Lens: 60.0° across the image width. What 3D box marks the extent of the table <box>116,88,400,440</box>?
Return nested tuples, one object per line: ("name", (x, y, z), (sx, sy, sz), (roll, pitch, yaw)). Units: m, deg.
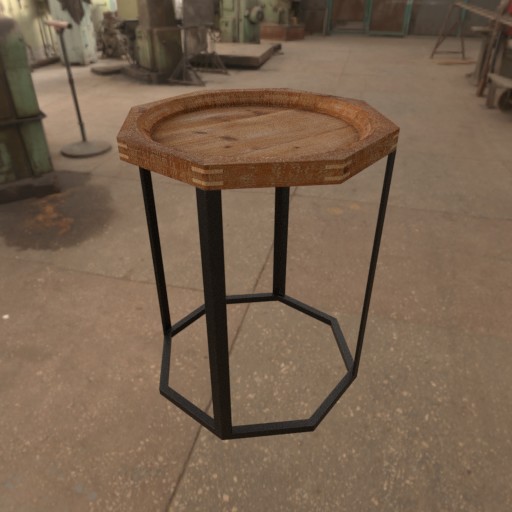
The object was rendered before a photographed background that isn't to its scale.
("table", (0.000, 0.000, 0.875), (0.458, 0.543, 0.458), (9, 33, 14))
